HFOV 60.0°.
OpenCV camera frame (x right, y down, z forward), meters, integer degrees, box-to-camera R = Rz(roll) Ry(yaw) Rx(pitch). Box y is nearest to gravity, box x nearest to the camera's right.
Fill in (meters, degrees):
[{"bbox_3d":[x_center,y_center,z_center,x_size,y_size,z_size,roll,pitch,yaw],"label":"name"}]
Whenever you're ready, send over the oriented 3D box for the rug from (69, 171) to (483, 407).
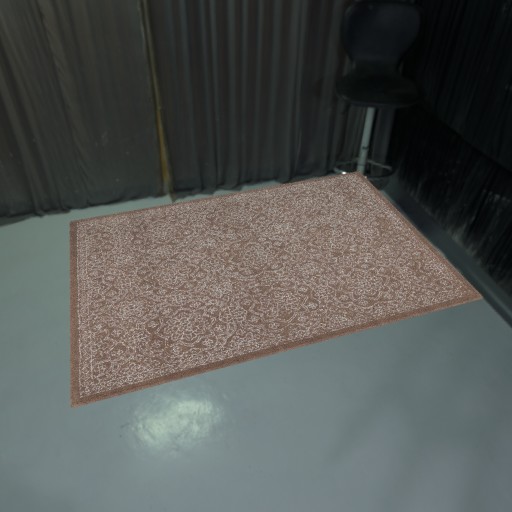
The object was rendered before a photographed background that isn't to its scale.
[{"bbox_3d":[0.000,0.000,2.857,2.286,0.011,1.524,-12,42,-13],"label":"rug"}]
